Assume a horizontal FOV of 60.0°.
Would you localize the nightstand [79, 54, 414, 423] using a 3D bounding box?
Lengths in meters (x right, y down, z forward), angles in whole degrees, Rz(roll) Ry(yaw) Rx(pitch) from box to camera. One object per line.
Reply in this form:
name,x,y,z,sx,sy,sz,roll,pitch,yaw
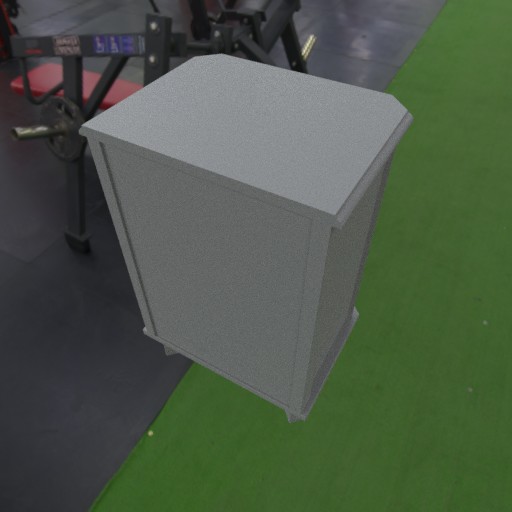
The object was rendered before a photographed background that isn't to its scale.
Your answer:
nightstand,0.000,0.000,0.966,0.450,0.680,0.350,23,50,20
